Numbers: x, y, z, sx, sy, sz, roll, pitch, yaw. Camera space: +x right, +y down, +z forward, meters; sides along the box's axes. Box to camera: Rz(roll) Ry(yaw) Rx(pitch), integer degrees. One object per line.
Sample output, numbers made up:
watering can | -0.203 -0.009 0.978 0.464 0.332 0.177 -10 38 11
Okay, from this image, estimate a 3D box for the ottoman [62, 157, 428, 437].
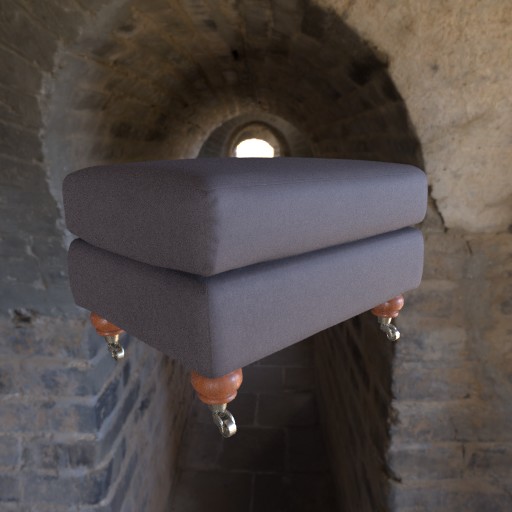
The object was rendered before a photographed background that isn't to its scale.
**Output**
ottoman | 0.000 0.000 1.143 0.773 0.497 0.574 -13 19 -43
